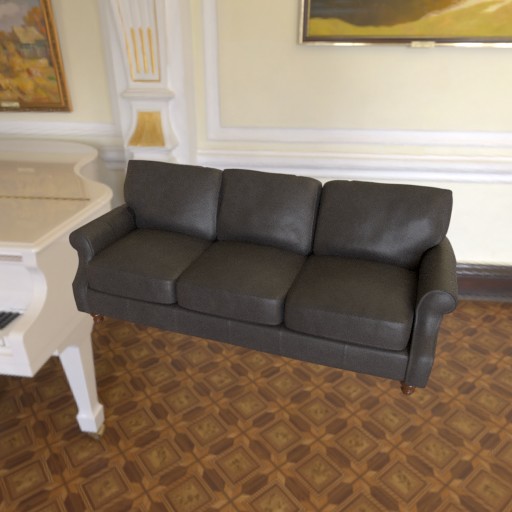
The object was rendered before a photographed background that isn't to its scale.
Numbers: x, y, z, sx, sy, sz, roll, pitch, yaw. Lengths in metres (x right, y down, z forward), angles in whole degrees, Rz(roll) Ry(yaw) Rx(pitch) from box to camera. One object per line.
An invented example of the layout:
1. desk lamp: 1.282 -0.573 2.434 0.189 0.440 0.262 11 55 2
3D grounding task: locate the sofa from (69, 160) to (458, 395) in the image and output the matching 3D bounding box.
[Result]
1. sofa: 0.000 0.000 2.872 2.387 0.977 0.974 9 27 18
